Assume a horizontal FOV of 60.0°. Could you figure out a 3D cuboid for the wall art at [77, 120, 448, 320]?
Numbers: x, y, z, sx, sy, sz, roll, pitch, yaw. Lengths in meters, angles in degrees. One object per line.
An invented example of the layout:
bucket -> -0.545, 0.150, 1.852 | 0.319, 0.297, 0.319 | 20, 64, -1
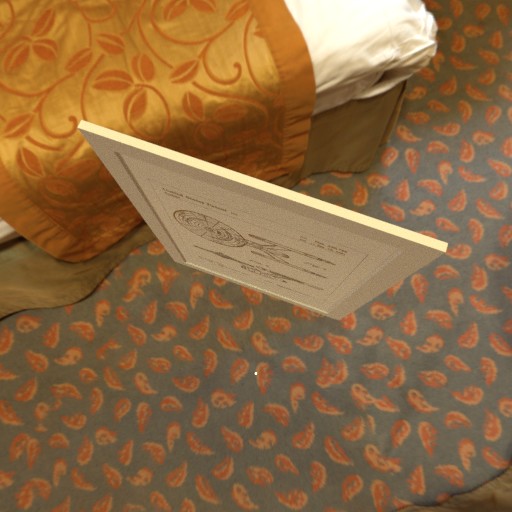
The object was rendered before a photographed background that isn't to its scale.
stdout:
wall art -> 0.000, 0.000, 0.832 | 0.454, 0.659, 0.011 | 19, 76, 5
